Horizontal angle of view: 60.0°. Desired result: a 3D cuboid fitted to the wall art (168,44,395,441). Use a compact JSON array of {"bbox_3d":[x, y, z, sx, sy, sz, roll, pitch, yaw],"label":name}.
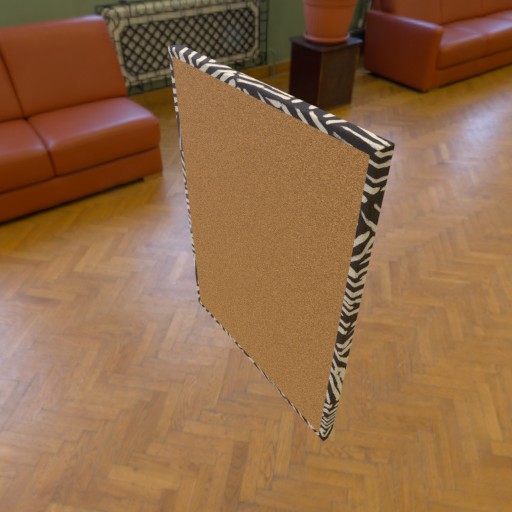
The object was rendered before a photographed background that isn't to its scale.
[{"bbox_3d":[0.000,0.000,1.325,0.038,1.017,0.765,-26,47,-27],"label":"wall art"}]
